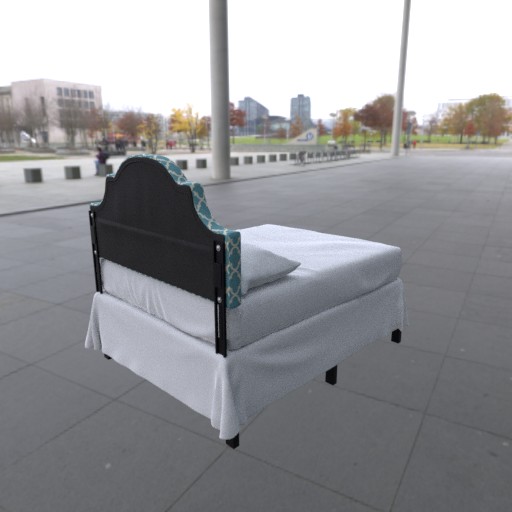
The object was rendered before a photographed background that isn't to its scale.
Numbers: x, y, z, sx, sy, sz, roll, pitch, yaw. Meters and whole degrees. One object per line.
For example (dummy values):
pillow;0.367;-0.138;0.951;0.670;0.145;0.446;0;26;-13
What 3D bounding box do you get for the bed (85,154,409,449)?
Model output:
bed;0.000;0.000;3.542;2.222;1.633;1.780;-14;20;-43
